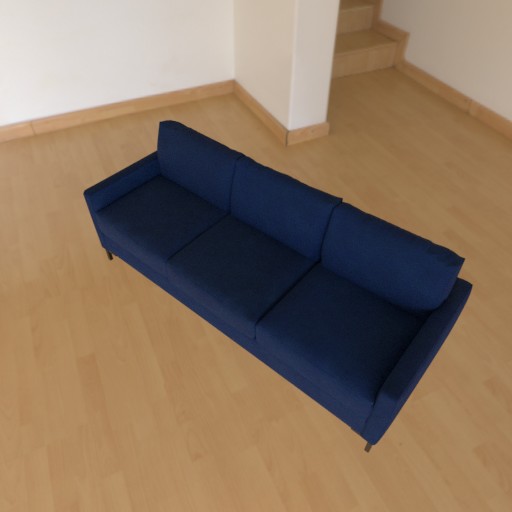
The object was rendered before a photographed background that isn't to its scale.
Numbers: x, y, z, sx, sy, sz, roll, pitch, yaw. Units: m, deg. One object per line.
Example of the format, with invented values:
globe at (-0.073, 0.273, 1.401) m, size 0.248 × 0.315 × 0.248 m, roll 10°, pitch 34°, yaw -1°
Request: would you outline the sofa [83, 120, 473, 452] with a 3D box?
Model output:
sofa at (0.000, 0.000, 2.686) m, size 2.252 × 0.879 × 0.875 m, roll 31°, pitch 53°, yaw 27°
